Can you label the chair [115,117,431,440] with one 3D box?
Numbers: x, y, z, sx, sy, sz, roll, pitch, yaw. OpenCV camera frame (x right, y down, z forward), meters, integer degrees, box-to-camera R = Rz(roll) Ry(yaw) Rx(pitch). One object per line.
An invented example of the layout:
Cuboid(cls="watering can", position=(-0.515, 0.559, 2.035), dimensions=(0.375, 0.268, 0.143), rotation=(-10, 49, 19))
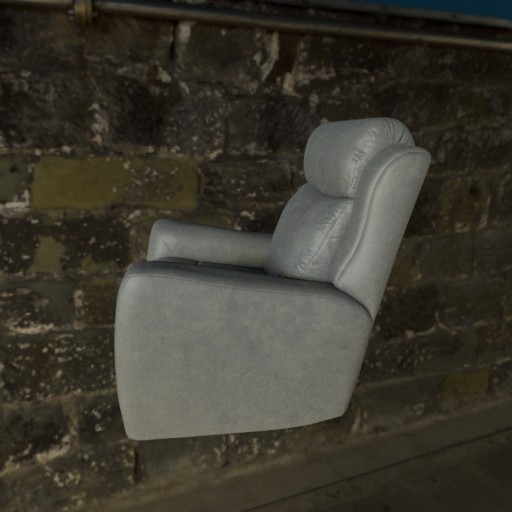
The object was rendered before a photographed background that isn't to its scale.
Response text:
Cuboid(cls="chair", position=(0.000, 0.000, 1.893), dimensions=(1.068, 1.116, 0.965), rotation=(-2, 15, -6))
